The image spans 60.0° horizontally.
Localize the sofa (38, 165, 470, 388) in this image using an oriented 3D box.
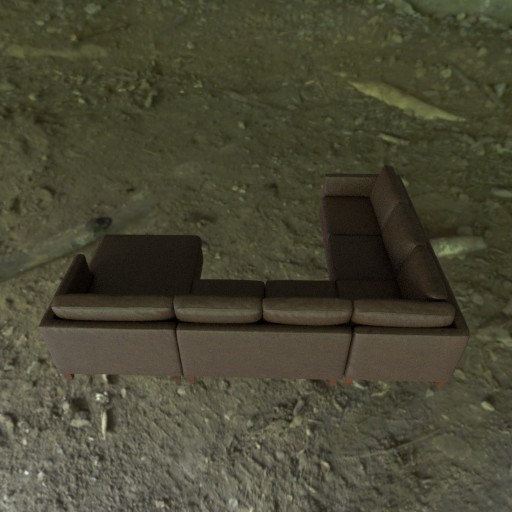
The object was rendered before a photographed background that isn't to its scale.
[{"bbox_3d":[0.000,0.000,4.631,3.460,0.923,2.593,1,40,1],"label":"sofa"}]
